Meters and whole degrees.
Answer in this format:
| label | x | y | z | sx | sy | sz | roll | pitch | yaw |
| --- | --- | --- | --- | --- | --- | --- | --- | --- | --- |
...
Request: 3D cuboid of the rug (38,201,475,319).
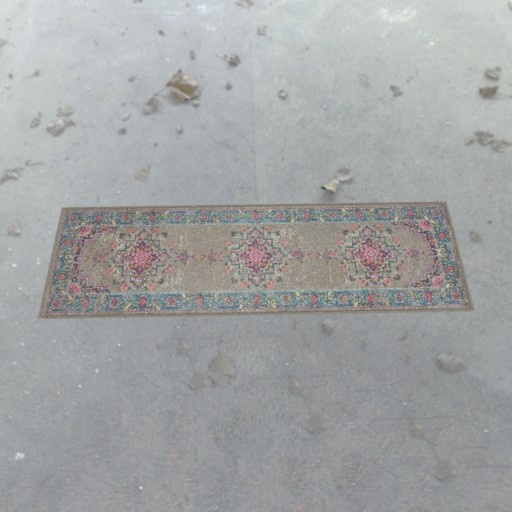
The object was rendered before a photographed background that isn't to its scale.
| label | x | y | z | sx | sy | sz | roll | pitch | yaw |
| --- | --- | --- | --- | --- | --- | --- | --- | --- | --- |
| rug | 0.000 | 0.000 | 1.976 | 1.827 | 0.012 | 0.553 | -1 | 63 | 0 |
